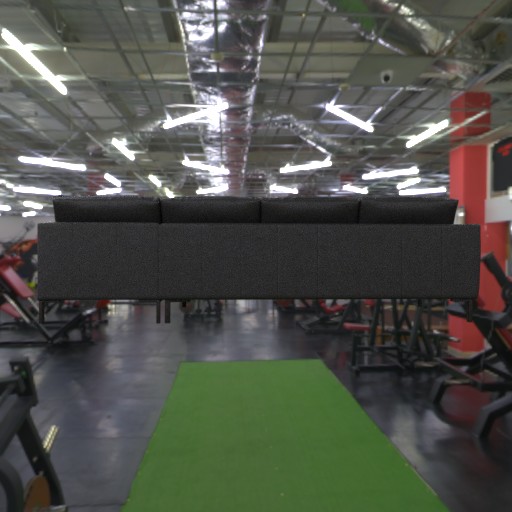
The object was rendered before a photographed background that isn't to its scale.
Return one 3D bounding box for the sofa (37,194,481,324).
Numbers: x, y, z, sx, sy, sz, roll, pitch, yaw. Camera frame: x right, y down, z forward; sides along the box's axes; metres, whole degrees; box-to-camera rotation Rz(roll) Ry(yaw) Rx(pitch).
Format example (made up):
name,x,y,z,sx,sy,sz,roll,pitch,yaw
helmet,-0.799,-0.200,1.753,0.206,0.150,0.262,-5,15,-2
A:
name,x,y,z,sx,sy,sz,roll,pitch,yaw
sofa,0.000,0.000,3.880,2.984,0.877,1.938,0,0,-1
